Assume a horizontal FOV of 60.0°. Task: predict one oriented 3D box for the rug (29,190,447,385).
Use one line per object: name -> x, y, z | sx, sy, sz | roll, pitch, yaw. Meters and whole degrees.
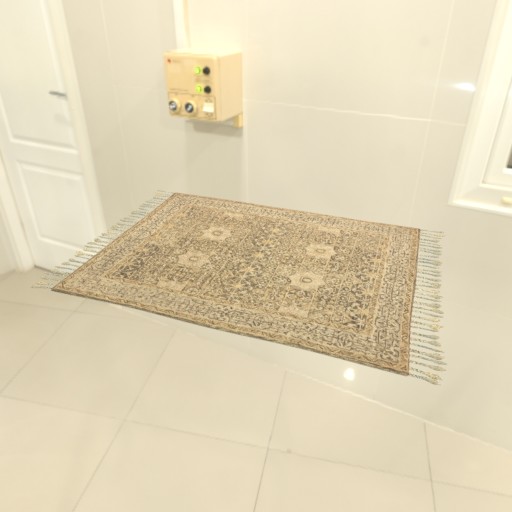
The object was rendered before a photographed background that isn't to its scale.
rug -> 0.000, 0.000, 3.045 | 2.465, 0.023, 1.619 | 10, 33, 17
